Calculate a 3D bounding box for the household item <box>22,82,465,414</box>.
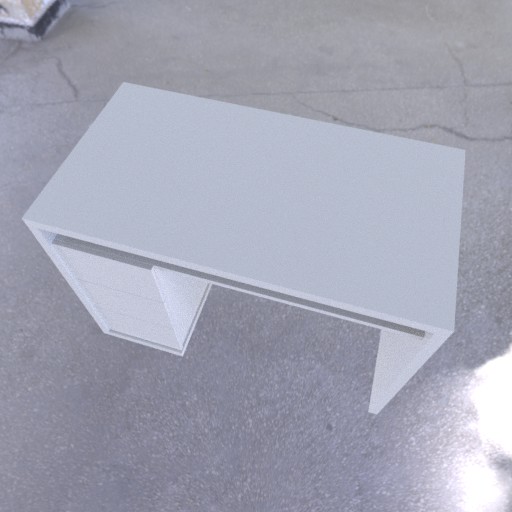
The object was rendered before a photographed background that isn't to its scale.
[{"bbox_3d":[0.000,0.000,1.540,1.100,0.749,0.597,14,58,9],"label":"household item"}]
